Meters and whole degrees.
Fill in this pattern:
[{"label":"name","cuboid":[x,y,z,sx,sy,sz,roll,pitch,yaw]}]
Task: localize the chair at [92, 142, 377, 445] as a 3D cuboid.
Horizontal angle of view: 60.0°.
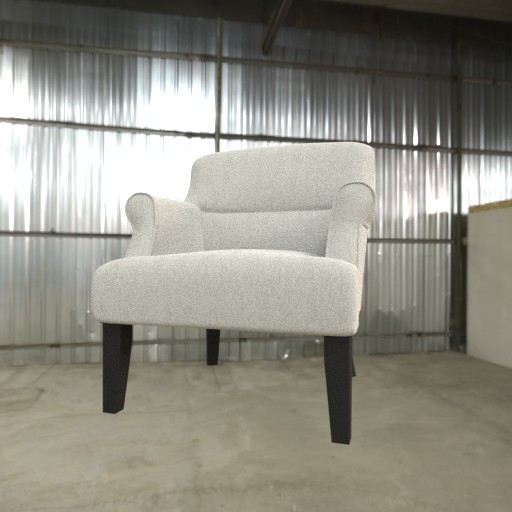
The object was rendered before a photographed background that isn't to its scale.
[{"label":"chair","cuboid":[0.000,0.000,1.455,0.781,0.875,0.750,0,0,18]}]
